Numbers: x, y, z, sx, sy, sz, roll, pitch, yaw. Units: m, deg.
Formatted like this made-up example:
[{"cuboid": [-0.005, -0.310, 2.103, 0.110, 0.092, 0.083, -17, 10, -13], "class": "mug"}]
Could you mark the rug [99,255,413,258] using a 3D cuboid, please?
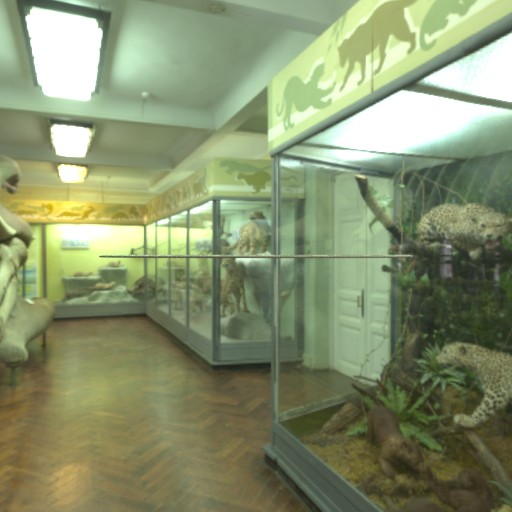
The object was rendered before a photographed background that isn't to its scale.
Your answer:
[{"cuboid": [0.000, 0.000, 2.386, 1.593, 0.012, 1.593, 0, 0, 0], "class": "rug"}]
